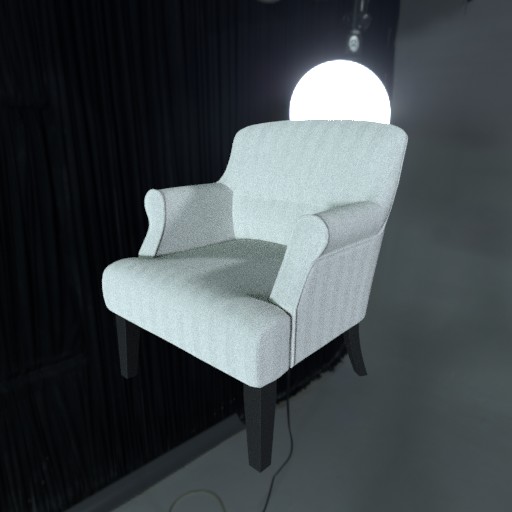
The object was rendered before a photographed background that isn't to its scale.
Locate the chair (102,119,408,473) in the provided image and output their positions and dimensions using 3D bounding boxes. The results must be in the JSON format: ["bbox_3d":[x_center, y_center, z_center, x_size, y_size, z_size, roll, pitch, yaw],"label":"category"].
[{"bbox_3d":[0.000,0.000,1.470,0.781,0.875,0.750,15,22,42],"label":"chair"}]
